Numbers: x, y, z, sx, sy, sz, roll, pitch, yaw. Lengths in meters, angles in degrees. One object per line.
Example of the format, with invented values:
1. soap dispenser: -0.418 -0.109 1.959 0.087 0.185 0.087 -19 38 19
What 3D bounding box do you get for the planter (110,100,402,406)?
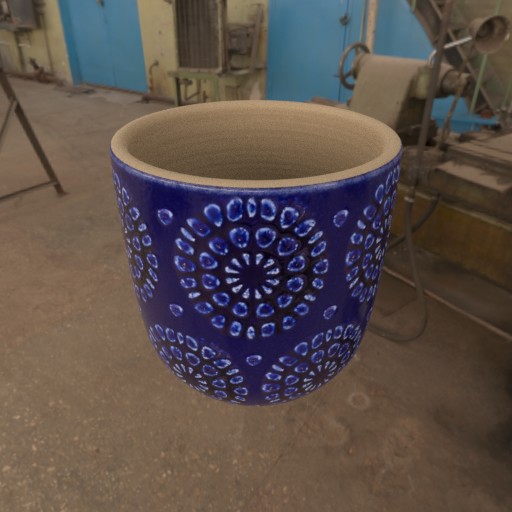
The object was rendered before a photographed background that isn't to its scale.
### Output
1. planter: 0.000 0.000 0.198 0.109 0.112 0.109 0 32 0
